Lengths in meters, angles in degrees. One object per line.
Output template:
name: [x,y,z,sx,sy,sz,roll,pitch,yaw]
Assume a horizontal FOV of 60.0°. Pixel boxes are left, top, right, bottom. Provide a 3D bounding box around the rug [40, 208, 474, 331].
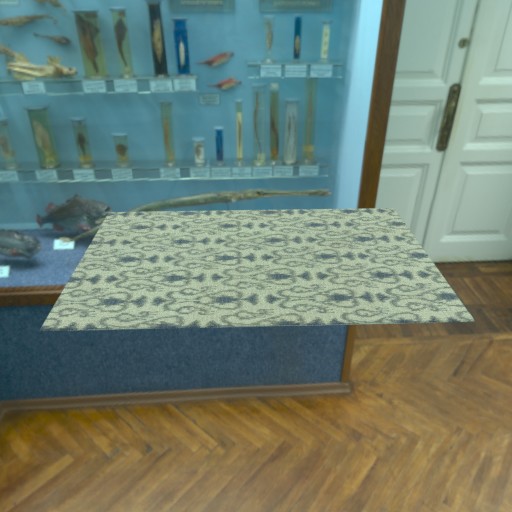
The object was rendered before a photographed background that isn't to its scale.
rug: [0.000,0.000,2.121,1.652,0.006,1.035,-1,31,-2]
